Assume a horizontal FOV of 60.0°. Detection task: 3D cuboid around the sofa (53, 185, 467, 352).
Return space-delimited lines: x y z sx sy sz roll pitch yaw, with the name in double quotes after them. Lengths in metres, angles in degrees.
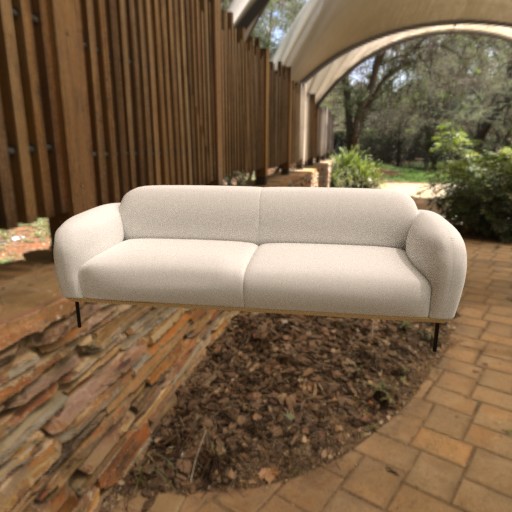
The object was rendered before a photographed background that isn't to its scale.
0.000 0.000 2.722 2.257 0.780 0.880 2 15 8 "sofa"
